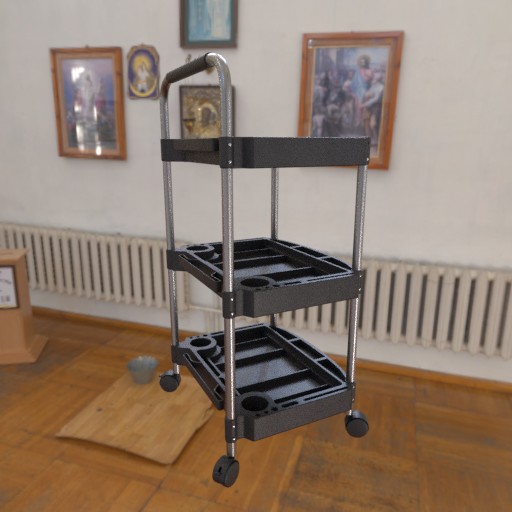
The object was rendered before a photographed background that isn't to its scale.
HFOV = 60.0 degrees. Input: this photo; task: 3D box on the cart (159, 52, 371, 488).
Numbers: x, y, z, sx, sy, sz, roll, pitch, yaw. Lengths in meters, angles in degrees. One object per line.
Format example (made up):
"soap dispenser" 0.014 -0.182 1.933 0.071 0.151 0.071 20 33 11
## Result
"cart" 0.000 0.000 1.366 0.518 1.075 0.584 -7 16 -26
